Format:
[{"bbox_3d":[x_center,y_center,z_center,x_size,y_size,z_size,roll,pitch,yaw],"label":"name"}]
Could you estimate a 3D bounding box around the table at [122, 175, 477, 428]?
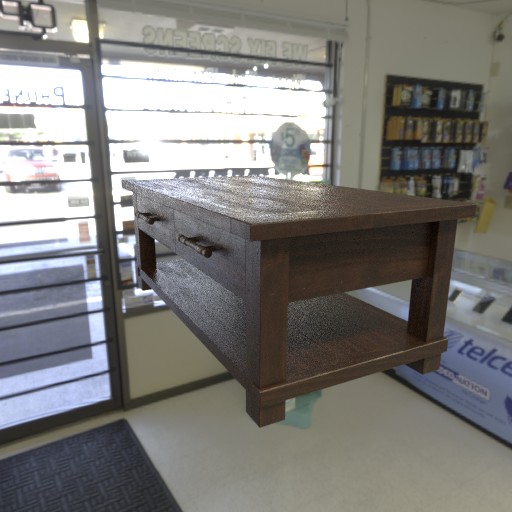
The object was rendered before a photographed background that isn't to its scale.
[{"bbox_3d":[0.000,0.000,1.638,0.700,0.494,1.270,-7,16,-27],"label":"table"}]
